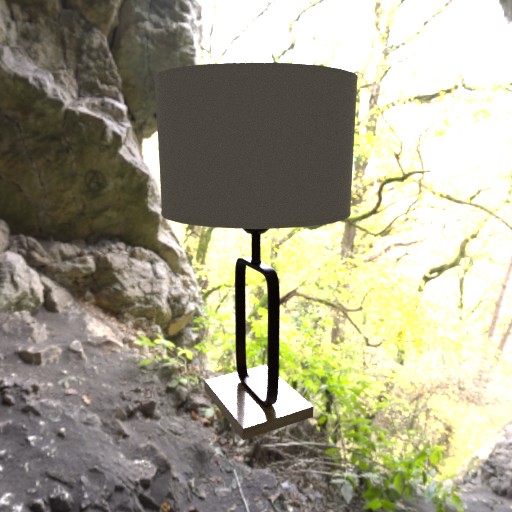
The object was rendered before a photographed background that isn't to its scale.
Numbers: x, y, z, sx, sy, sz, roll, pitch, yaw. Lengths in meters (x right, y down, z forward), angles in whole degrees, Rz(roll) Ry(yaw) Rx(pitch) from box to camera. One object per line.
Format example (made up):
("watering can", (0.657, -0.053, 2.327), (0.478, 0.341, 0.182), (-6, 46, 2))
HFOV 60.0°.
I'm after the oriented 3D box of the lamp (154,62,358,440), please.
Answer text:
("lamp", (0.000, 0.000, 0.682), (0.279, 0.508, 0.279), (-7, 16, -27))
